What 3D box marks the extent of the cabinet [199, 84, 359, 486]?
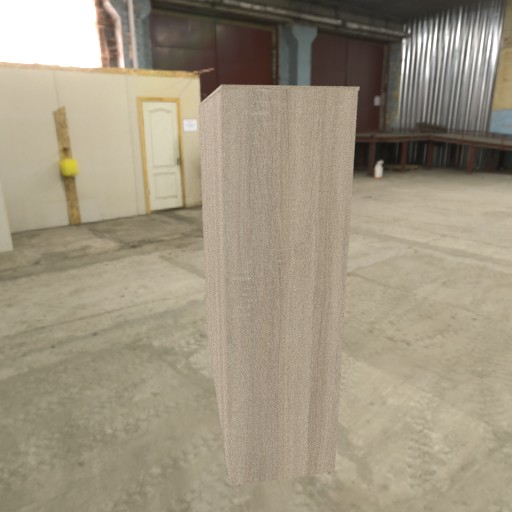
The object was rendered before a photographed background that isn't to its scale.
[{"bbox_3d":[0.000,0.000,3.070,0.620,2.060,1.870,-3,17,-10],"label":"cabinet"}]
